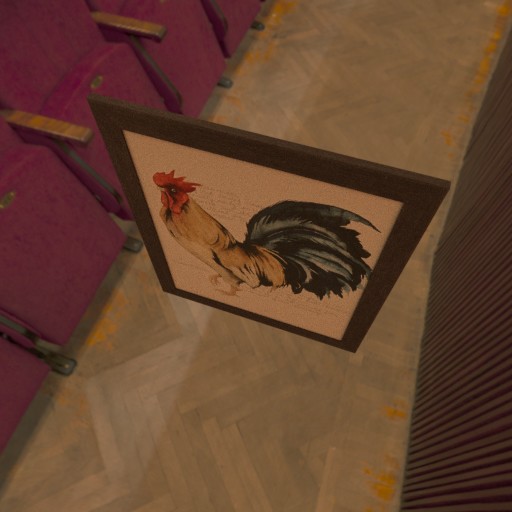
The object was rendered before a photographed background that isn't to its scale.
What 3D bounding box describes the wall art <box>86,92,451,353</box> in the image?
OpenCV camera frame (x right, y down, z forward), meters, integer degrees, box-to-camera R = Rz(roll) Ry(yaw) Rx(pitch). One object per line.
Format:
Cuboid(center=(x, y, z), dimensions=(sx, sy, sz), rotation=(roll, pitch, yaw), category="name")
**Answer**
Cuboid(center=(0.000, 0.000, 0.796), dimensions=(0.476, 0.570, 0.013), rotation=(17, 60, 10), category="wall art")
